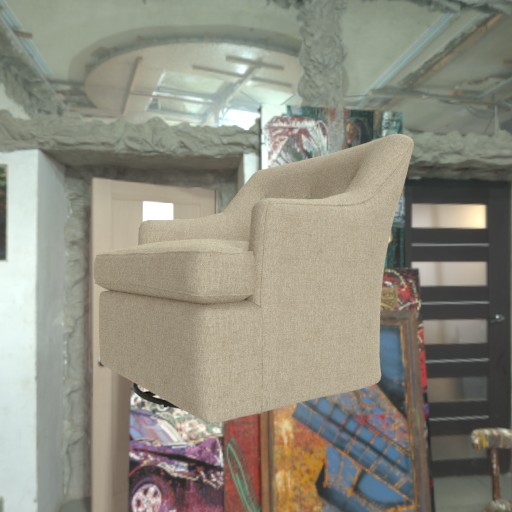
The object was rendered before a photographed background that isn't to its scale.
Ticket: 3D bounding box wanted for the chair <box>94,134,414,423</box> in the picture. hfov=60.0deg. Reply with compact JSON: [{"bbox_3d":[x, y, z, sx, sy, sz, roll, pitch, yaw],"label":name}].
[{"bbox_3d":[0.000,0.000,1.580,0.923,0.856,0.864,1,-1,-37],"label":"chair"}]
